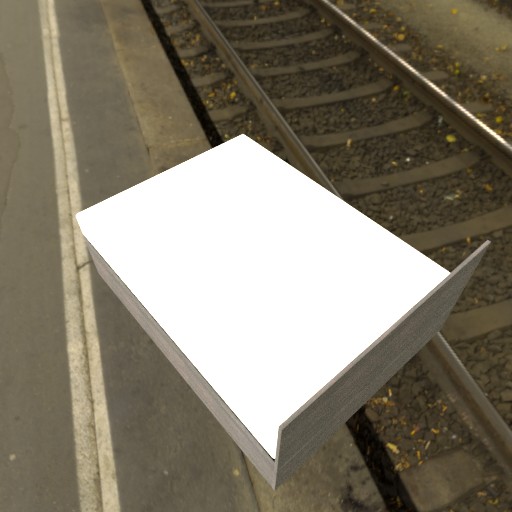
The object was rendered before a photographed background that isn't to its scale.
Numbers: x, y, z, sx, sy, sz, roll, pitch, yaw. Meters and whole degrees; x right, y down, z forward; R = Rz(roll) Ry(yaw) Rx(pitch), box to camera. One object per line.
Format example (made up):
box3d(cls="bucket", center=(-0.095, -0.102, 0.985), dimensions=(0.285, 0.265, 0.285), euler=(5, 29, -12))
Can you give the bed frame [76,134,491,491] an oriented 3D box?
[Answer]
box3d(cls="bed frame", center=(0.000, 0.000, 2.642), dimensions=(1.400, 0.800, 1.900), euler=(-33, 56, -26))
